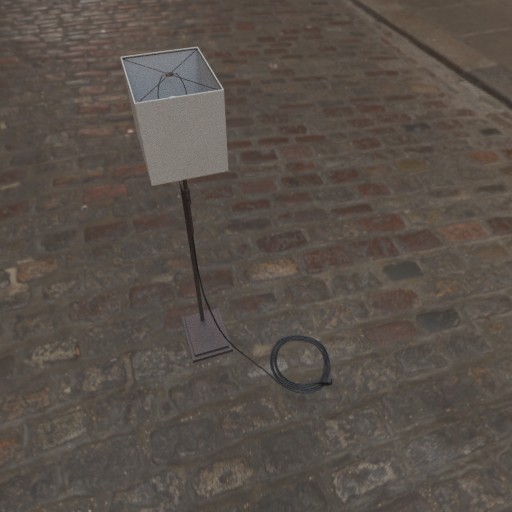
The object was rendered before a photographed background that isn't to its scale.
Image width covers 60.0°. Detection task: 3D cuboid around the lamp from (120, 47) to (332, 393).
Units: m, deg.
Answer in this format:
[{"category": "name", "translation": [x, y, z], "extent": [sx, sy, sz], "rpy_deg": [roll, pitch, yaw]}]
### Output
[{"category": "lamp", "translation": [0.000, 0.000, 1.998], "extent": [0.774, 1.600, 0.698], "rpy_deg": [-14, 48, -13]}]
